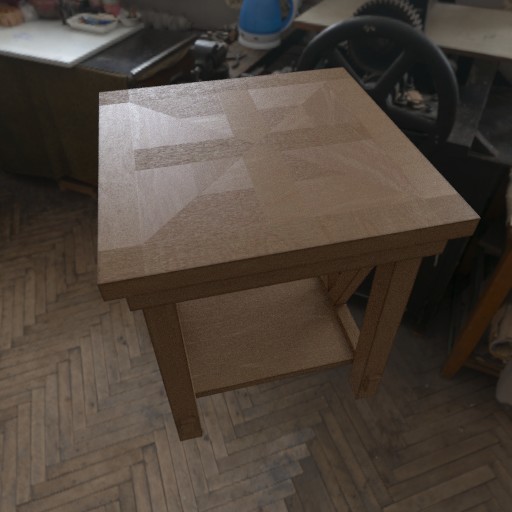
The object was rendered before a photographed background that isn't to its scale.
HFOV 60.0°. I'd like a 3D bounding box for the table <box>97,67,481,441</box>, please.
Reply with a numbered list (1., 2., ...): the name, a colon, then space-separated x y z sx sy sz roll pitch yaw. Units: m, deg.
1. table: 0.000 0.000 1.111 0.610 0.638 0.612 -10 46 -9
